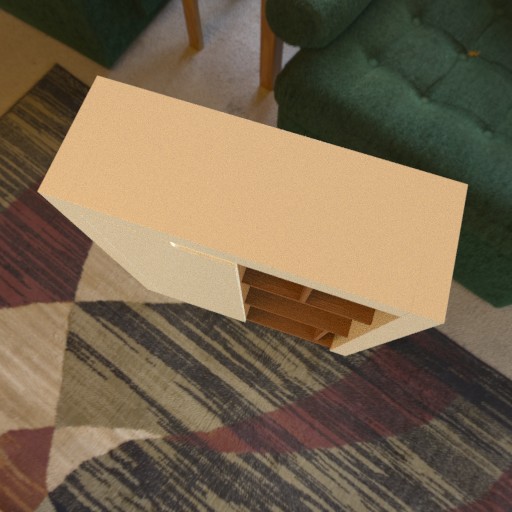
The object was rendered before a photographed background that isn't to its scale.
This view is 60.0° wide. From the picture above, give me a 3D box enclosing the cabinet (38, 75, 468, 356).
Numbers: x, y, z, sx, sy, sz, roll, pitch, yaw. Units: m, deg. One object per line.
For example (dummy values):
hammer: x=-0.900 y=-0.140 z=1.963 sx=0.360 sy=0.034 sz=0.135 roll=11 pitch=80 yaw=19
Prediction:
cabinet: x=0.000 y=0.000 z=1.616 sx=0.990 sy=1.150 sz=0.348 roll=18 pitch=75 yaw=5
